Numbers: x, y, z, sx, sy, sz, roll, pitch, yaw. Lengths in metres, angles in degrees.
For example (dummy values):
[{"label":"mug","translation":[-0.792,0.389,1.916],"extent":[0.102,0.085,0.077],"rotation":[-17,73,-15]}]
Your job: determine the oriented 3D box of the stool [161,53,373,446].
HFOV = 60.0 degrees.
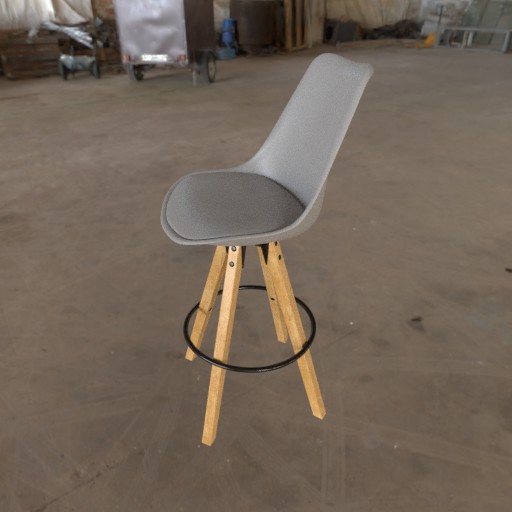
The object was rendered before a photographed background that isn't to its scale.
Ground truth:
[{"label":"stool","translation":[0.000,0.000,1.378],"extent":[0.550,1.115,0.485],"rotation":[-8,32,-13]}]
